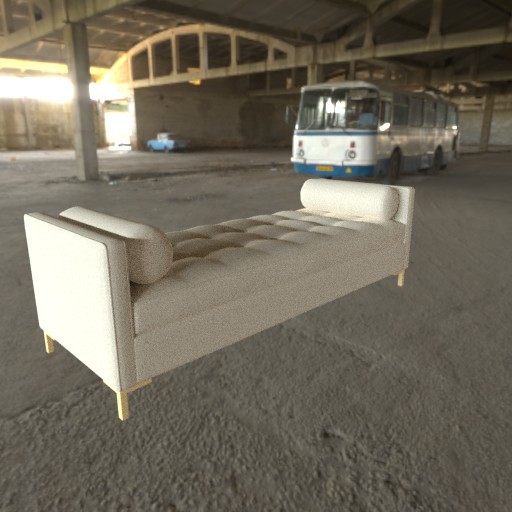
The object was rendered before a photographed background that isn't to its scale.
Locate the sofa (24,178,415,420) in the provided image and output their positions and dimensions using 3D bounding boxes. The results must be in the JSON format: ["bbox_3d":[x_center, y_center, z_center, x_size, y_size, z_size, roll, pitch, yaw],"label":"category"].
[{"bbox_3d":[0.000,0.000,2.314,1.985,0.641,0.746,-15,22,-42],"label":"sofa"}]
